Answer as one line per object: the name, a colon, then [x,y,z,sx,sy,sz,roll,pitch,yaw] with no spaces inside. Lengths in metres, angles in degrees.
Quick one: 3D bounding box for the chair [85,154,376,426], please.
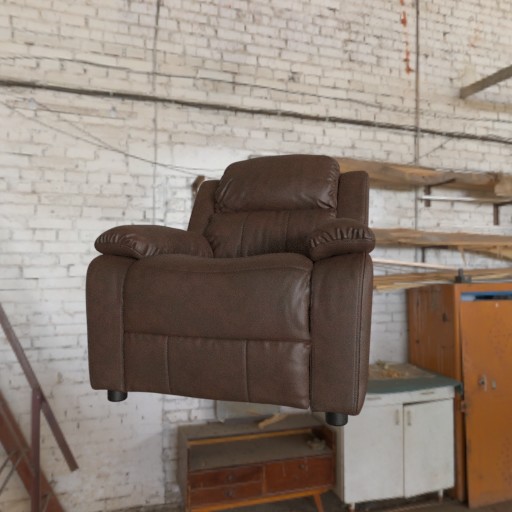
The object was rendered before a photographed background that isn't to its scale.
chair: [0.000,0.000,1.261,0.680,0.702,0.707,0,-1,18]
